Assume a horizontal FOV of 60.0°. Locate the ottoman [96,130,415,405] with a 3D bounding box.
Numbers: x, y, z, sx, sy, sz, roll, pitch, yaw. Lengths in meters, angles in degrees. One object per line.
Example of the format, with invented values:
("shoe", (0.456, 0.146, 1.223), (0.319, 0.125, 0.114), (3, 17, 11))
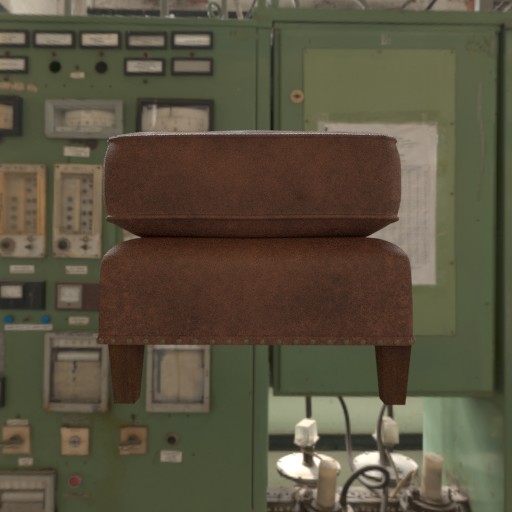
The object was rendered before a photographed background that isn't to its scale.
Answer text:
("ottoman", (0.000, 0.000, 1.151), (0.589, 0.537, 0.738), (0, 0, 1))
